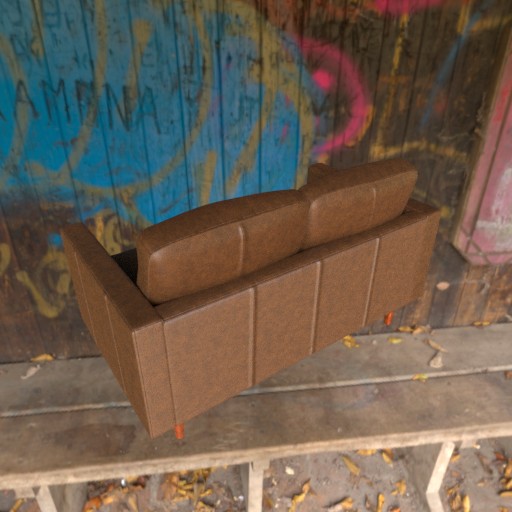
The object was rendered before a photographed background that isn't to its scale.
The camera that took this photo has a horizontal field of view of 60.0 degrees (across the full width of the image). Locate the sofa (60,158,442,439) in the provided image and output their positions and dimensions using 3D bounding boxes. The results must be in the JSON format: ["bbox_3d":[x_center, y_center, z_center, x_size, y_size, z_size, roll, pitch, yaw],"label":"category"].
[{"bbox_3d":[0.000,0.000,2.186,1.578,0.951,0.909,-20,36,-30],"label":"sofa"}]
